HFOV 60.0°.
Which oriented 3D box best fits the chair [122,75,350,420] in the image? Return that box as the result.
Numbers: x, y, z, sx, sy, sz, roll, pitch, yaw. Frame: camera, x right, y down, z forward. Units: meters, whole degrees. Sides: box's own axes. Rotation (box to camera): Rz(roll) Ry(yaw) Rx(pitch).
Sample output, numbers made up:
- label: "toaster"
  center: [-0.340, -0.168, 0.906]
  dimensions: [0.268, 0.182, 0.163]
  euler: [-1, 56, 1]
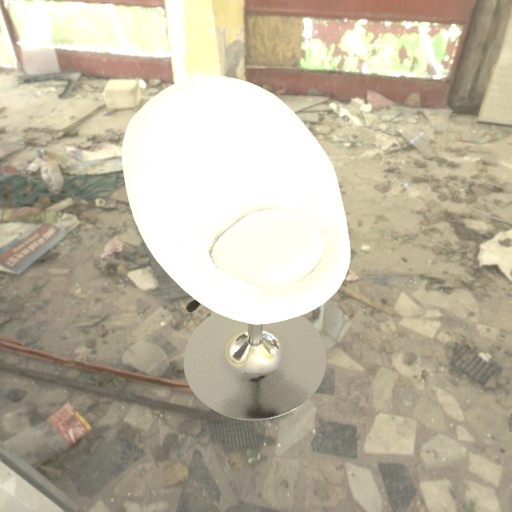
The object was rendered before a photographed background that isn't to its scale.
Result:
- label: "chair"
  center: [0.000, 0.000, 1.790]
  dimensions: [0.736, 1.261, 0.940]
  euler: [24, 45, 26]
